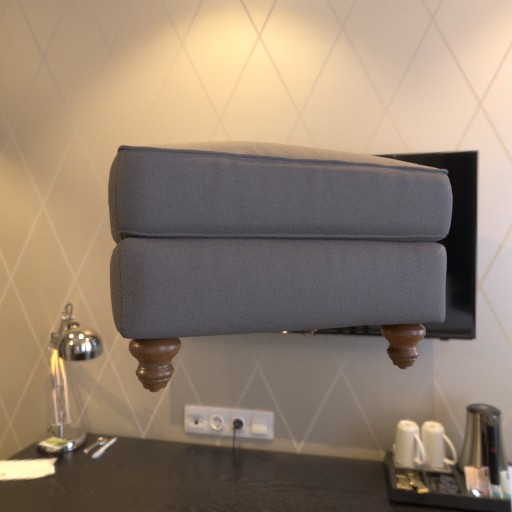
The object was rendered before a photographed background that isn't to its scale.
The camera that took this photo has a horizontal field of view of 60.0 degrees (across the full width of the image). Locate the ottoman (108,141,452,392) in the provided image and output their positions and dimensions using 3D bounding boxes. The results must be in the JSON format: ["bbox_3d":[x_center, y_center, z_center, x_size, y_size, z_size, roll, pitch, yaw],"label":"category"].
[{"bbox_3d":[0.000,0.000,1.143,0.721,0.505,0.662,0,0,-18],"label":"ottoman"}]
